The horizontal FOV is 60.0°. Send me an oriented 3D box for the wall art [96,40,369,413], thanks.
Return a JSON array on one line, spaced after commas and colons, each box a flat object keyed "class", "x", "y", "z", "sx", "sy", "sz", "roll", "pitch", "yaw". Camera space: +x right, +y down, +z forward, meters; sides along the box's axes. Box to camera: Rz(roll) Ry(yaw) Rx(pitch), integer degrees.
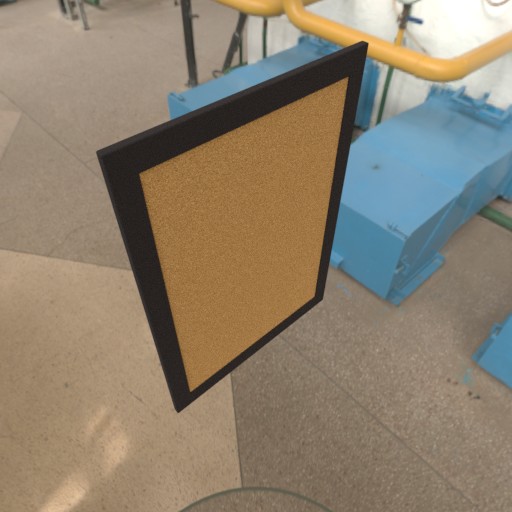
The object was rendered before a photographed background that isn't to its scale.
[{"class": "wall art", "x": 0.000, "y": 0.000, "z": 0.669, "sx": 0.374, "sy": 0.529, "sz": 0.012, "roll": -33, "pitch": 55, "yaw": -27}]
